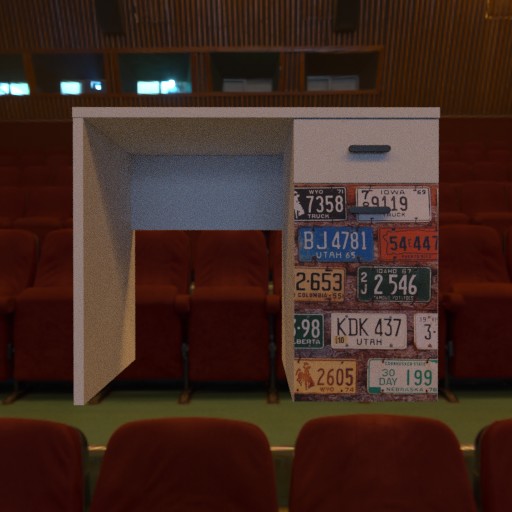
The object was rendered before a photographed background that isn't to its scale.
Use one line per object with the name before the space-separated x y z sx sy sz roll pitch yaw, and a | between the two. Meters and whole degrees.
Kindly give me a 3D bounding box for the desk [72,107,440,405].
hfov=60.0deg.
desk | 0.000 0.000 1.313 0.898 0.730 0.482 0 0 0
